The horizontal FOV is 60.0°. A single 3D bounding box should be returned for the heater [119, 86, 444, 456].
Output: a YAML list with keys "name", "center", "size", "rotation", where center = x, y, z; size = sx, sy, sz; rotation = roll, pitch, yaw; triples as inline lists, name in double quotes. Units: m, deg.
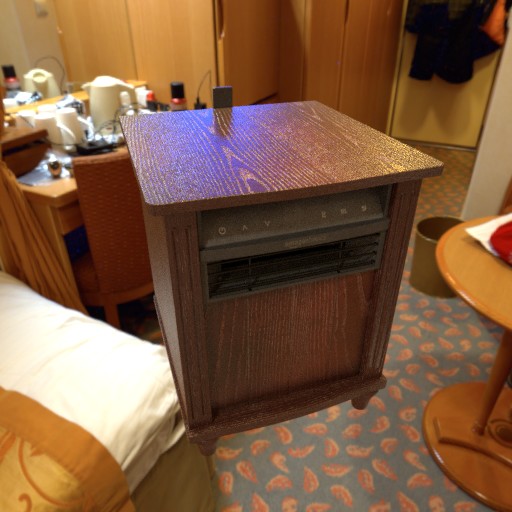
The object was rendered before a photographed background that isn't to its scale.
- name: "heater"
  center: [0.000, 0.000, 0.751]
  size: [0.362, 0.481, 0.400]
  rotation: [-10, 33, -16]
